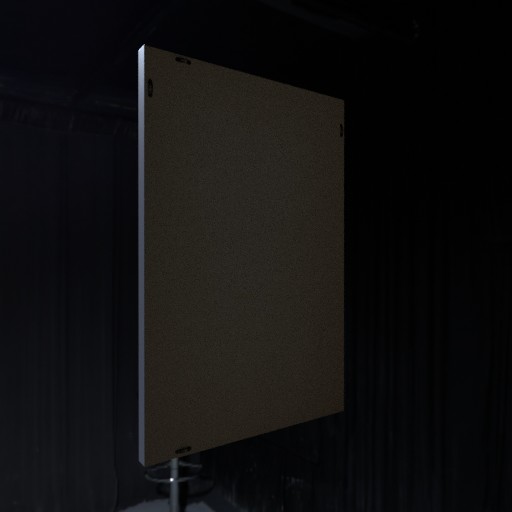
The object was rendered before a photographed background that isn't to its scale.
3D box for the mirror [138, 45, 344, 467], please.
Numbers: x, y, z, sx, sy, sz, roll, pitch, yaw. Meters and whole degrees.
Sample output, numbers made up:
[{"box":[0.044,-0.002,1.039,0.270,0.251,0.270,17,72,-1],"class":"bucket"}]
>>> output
[{"box":[0.000,0.000,1.146,0.609,0.915,0.040,0,0,-35],"class":"mirror"}]
